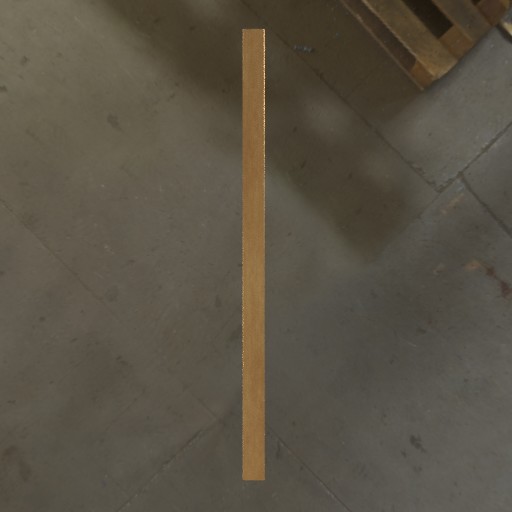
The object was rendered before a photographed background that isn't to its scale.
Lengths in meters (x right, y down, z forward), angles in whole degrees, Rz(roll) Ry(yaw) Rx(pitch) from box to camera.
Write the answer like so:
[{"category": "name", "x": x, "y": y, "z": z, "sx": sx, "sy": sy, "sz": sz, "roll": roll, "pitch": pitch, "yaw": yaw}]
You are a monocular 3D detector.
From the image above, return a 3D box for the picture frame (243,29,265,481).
[{"category": "picture frame", "x": 0.000, "y": 0.000, "z": 1.124, "sx": 0.037, "sy": 0.761, "sz": 0.758, "roll": 0, "pitch": 89, "yaw": 1}]
